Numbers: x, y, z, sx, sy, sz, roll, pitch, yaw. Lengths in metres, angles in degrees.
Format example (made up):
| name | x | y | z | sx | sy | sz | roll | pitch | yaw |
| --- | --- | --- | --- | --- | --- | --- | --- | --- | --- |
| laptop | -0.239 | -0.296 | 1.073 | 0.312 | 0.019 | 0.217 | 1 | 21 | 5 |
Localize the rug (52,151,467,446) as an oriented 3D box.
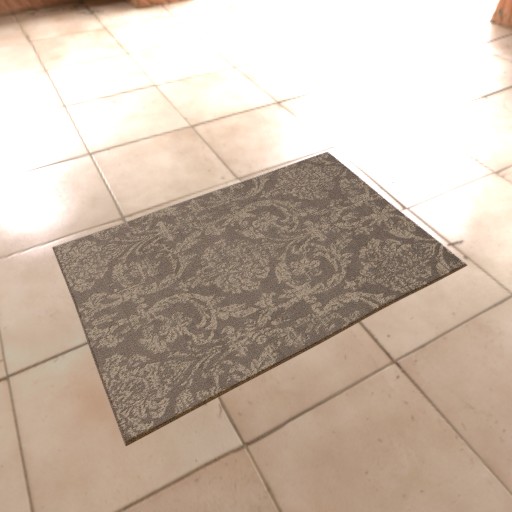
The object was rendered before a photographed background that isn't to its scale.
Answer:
| name | x | y | z | sx | sy | sz | roll | pitch | yaw |
| --- | --- | --- | --- | --- | --- | --- | --- | --- | --- |
| rug | 0.000 | 0.000 | 2.327 | 1.824 | 0.012 | 1.206 | -23 | 51 | -20 |
